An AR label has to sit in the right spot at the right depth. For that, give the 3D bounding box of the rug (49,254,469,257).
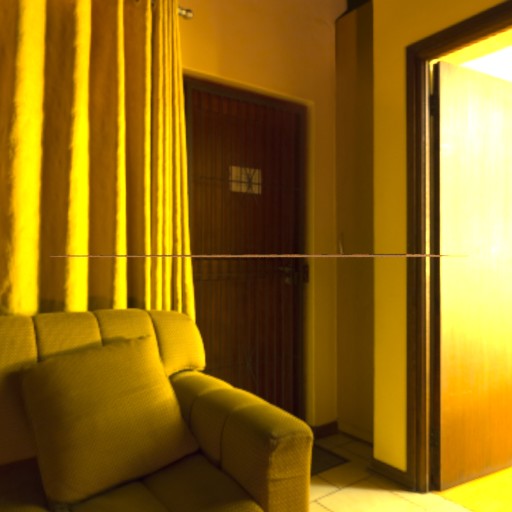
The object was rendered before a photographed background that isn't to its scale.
[{"bbox_3d":[0.000,0.000,3.023,2.447,0.011,1.520,0,0,34],"label":"rug"}]
